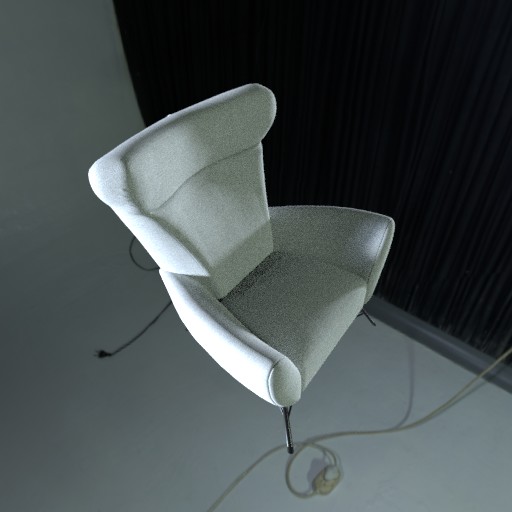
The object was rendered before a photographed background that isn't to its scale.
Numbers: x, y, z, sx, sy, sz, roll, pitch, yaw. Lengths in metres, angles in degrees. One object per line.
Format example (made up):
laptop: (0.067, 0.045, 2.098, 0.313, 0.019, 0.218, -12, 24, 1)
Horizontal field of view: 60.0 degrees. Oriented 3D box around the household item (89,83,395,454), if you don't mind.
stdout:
household item: (0.000, 0.000, 1.826, 0.900, 1.050, 0.980, 25, 47, 26)
